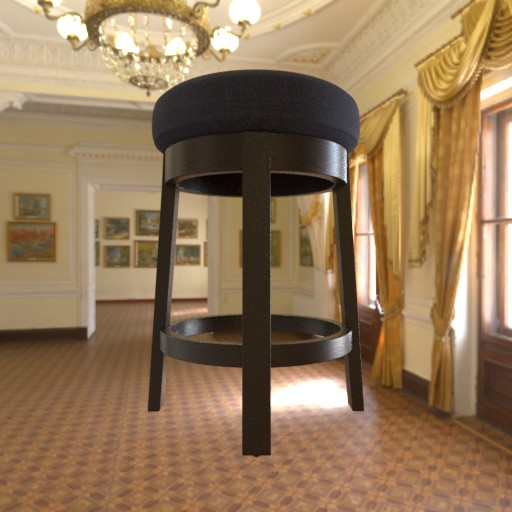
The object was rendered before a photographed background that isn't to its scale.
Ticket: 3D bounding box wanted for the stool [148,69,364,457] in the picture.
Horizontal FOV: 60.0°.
[{"bbox_3d":[0.000,0.000,0.939,0.449,0.655,0.449,0,0,0],"label":"stool"}]
